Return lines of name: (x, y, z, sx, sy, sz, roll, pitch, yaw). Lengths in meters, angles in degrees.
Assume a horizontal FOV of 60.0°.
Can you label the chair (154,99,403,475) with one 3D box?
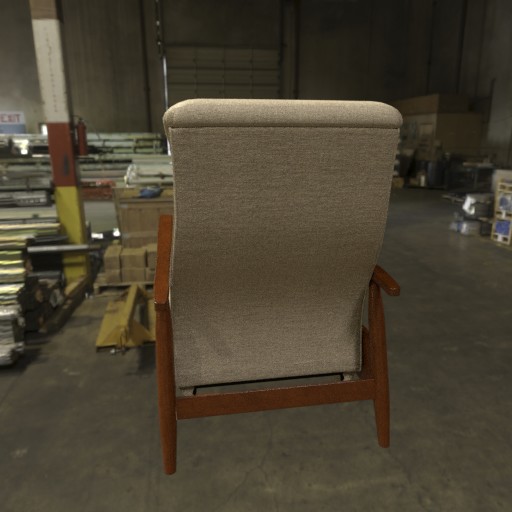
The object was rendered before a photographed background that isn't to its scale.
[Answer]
chair: (0.000, 0.000, 1.727, 0.762, 1.082, 1.014, -3, 15, -10)
